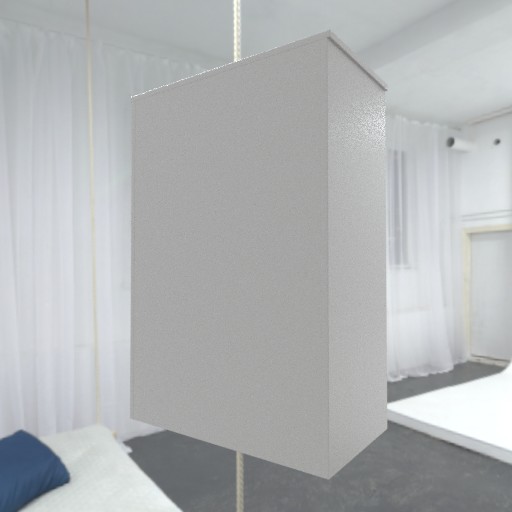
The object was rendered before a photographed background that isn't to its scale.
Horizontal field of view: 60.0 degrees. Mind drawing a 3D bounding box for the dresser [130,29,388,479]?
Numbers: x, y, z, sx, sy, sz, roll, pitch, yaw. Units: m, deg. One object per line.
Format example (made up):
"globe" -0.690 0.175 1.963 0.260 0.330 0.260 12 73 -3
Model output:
"dresser" 0.000 0.000 1.369 0.704 1.021 0.401 -1 -2 36
